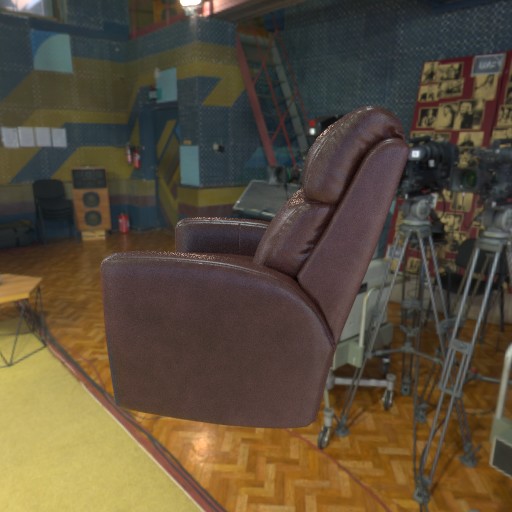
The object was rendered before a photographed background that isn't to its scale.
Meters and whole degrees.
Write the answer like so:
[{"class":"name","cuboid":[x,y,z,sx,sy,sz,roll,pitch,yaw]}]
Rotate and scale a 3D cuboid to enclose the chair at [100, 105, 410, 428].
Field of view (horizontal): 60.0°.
[{"class":"chair","cuboid":[0.000,0.000,1.652,0.939,1.016,0.787,2,14,10]}]
